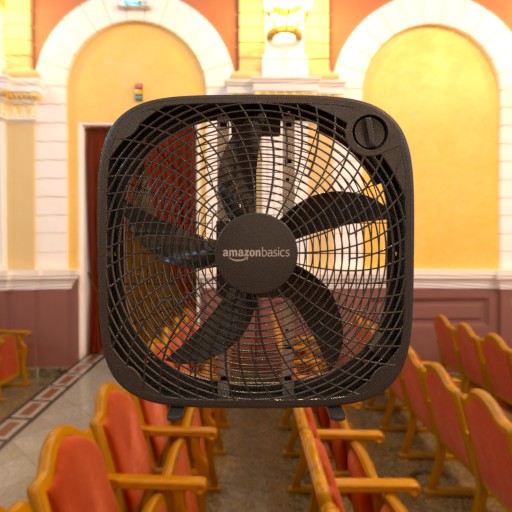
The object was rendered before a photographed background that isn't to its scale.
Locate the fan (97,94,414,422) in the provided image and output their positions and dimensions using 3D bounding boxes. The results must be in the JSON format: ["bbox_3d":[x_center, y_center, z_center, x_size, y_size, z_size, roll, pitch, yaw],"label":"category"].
[{"bbox_3d":[0.000,0.000,0.775,0.526,0.533,0.142,0,2,0],"label":"fan"}]
